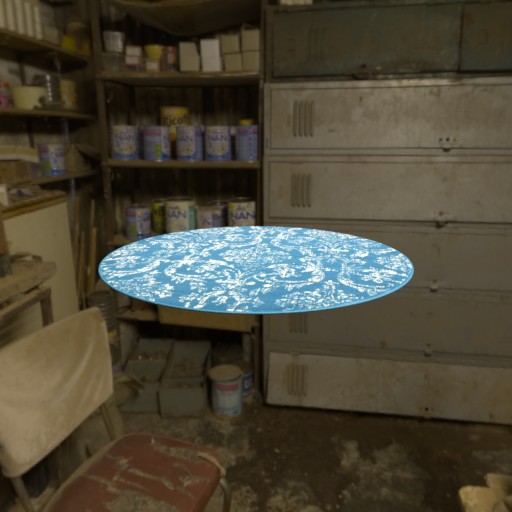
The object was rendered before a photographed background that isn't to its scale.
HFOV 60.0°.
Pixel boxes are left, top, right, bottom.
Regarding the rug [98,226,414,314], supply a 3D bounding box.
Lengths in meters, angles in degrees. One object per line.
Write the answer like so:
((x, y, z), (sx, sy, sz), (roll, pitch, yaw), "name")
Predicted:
((0.000, 0.000, 2.367), (1.593, 0.012, 1.593), (0, 15, 0), "rug")
